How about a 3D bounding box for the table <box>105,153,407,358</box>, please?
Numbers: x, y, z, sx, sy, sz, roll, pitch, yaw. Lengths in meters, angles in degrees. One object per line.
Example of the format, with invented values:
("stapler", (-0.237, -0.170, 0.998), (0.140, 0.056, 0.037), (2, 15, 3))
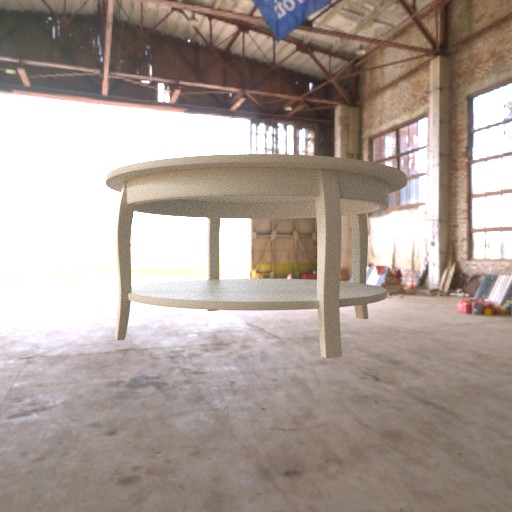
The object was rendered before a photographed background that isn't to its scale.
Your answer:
("table", (0.000, 0.000, 1.413), (0.910, 0.457, 0.910), (0, 1, 0))
